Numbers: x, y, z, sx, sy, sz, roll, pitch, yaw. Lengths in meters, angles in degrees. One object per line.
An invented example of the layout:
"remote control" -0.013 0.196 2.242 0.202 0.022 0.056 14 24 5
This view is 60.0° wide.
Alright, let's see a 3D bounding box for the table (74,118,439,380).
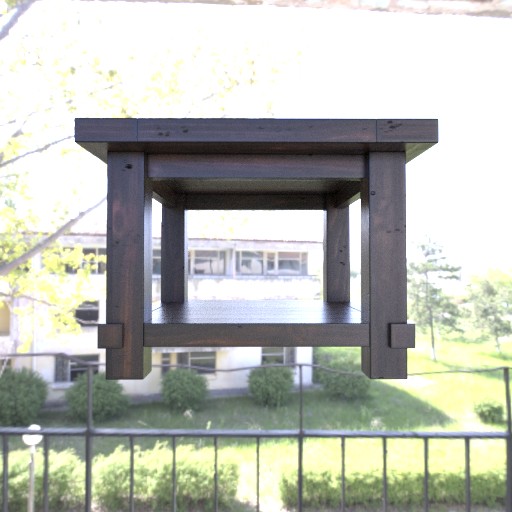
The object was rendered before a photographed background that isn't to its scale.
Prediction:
"table" 0.000 0.000 1.018 0.593 0.437 0.606 0 -1 0
